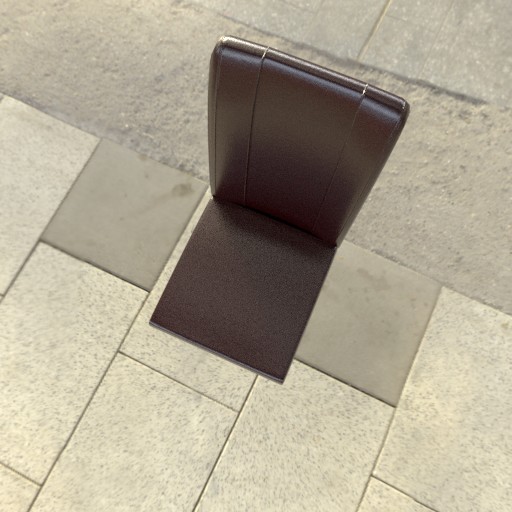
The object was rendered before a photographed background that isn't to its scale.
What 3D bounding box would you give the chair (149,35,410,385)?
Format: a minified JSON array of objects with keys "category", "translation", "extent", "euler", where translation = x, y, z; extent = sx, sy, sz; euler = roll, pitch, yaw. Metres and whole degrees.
[{"category":"chair","translation":[0.000,0.000,1.184],"extent":[0.399,0.897,0.556],"euler":[23,76,6]}]
